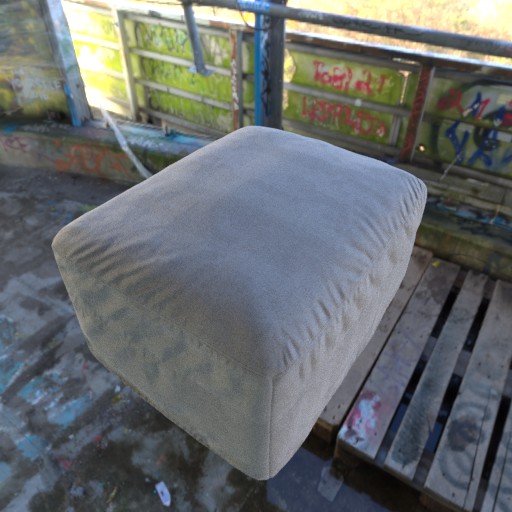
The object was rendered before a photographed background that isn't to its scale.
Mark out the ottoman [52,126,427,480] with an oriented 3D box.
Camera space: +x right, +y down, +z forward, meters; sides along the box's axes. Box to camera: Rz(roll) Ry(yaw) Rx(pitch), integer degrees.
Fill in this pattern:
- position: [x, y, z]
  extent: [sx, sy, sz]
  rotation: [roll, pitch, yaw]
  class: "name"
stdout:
- position: [0.000, 0.000, 1.233]
  extent: [0.683, 0.481, 0.837]
  rotation: [25, 46, 26]
  class: "ottoman"
